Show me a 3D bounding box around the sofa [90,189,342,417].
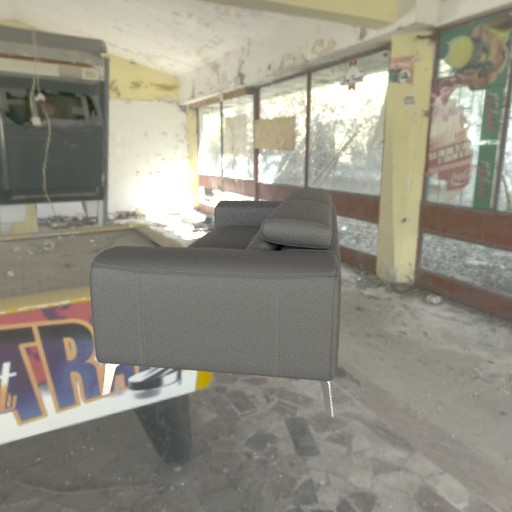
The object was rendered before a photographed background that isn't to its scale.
[{"bbox_3d":[0.000,0.000,2.838,1.023,0.759,2.321,2,13,9],"label":"sofa"}]
